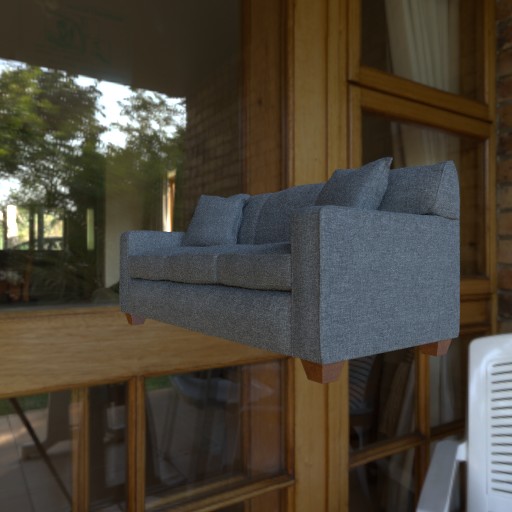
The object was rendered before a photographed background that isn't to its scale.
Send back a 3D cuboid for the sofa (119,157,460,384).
[{"bbox_3d":[0.000,0.000,2.640,0.997,0.958,2.024,0,0,-37],"label":"sofa"}]
